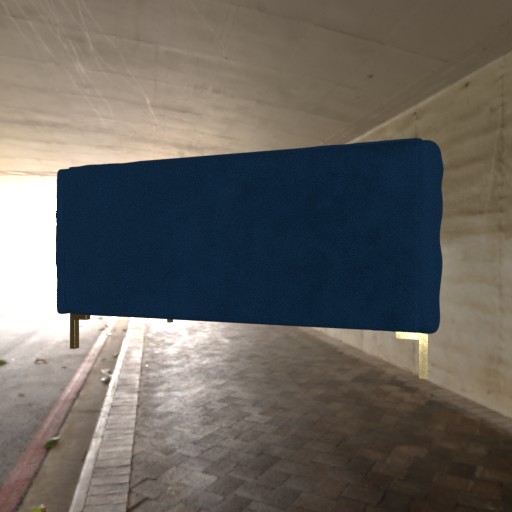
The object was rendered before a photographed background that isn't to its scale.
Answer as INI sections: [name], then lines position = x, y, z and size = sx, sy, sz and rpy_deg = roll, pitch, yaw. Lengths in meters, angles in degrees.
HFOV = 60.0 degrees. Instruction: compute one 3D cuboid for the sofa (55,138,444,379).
[sofa]
position = 0.000, 0.000, 2.091
size = 1.583, 0.810, 0.909
rpy_deg = 0, 0, 19
